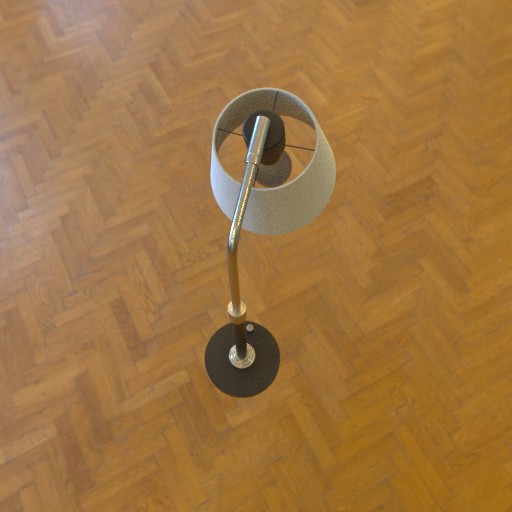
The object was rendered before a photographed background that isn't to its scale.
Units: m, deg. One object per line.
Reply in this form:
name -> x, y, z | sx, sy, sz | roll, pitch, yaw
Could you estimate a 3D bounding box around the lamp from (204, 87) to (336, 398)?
lamp -> 0.000, 0.000, 0.685 | 0.181, 0.539, 0.348 | 14, 64, 7
